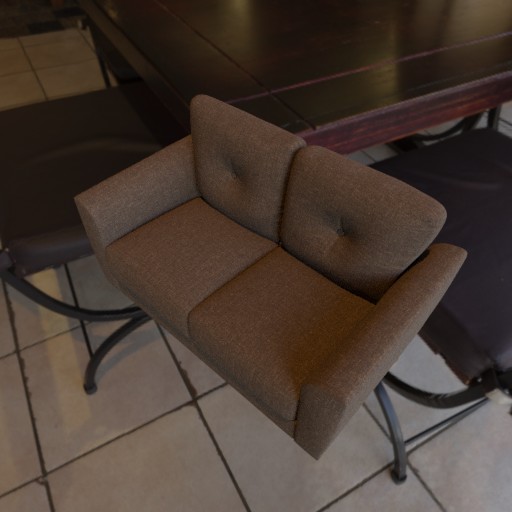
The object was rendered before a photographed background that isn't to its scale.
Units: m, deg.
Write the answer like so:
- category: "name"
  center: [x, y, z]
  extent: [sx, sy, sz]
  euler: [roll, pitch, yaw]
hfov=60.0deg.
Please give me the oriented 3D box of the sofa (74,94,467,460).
- category: "sofa"
  center: [0.000, 0.000, 1.926]
  extent: [1.423, 0.885, 0.851]
  euler: [33, 54, 28]
